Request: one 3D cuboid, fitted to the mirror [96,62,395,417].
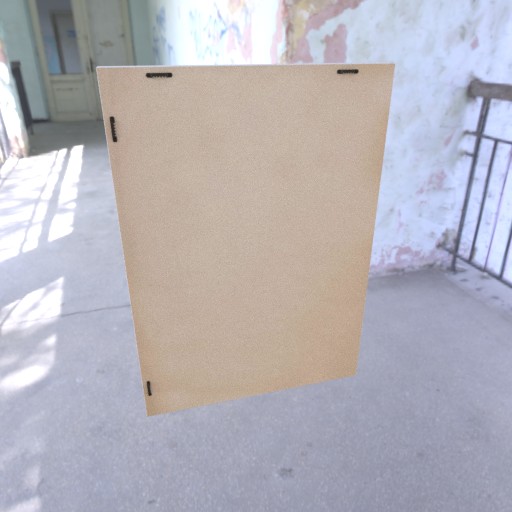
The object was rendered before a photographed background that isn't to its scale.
[{"bbox_3d":[0.000,0.000,0.895,0.507,0.710,0.039,-7,27,-14],"label":"mirror"}]
